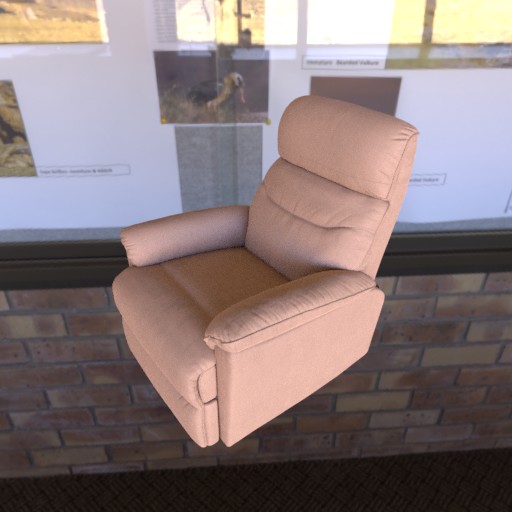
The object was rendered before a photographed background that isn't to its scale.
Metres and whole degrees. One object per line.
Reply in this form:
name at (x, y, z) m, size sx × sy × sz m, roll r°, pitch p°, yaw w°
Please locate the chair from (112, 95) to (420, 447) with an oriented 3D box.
chair at (0.000, 0.000, 1.715) m, size 1.004 × 1.037 × 0.820 m, roll -21°, pitch 37°, yaw -30°
